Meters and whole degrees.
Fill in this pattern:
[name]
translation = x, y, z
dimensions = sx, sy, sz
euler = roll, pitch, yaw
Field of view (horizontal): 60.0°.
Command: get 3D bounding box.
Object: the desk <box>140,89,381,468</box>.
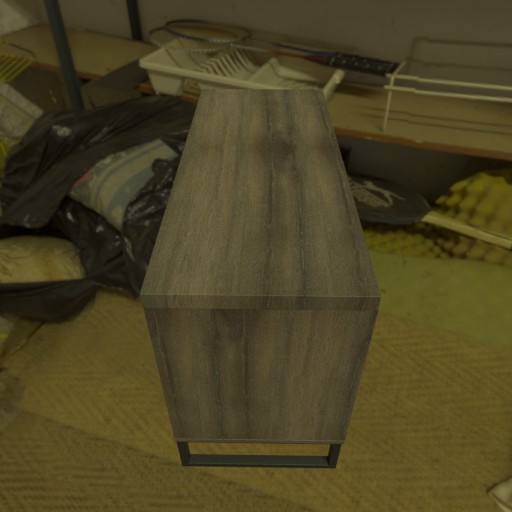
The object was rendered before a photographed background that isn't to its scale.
[desk]
translation = 0.000, 0.000, 1.542
dimensions = 0.511, 0.752, 1.134
euler = 1, 40, 1
